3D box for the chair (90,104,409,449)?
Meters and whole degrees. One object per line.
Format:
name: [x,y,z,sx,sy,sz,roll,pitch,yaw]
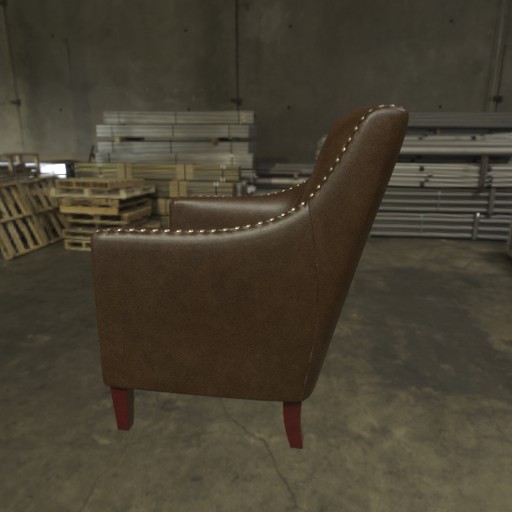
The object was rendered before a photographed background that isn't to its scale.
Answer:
chair: [0.000,0.000,1.284,0.704,0.813,0.639,2,15,8]
